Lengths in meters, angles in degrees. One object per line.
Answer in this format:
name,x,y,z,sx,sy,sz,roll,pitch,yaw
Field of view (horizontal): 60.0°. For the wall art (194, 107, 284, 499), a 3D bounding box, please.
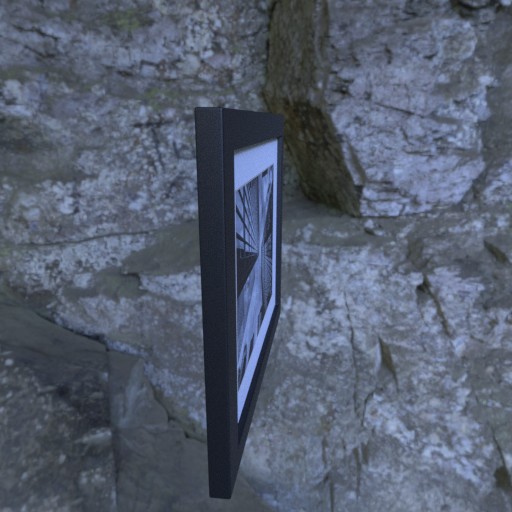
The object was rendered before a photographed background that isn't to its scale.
wall art,0.000,0.000,0.740,0.031,0.457,0.558,3,17,9
